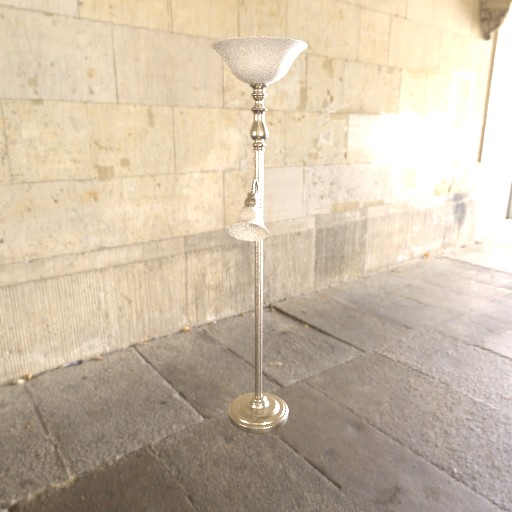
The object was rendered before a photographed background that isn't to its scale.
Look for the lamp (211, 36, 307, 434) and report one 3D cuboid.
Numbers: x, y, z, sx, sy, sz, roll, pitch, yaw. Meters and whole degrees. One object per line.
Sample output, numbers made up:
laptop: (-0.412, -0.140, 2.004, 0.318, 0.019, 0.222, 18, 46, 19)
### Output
lamp: (0.000, 0.000, 2.024, 0.405, 1.785, 0.575, 2, 16, 8)
